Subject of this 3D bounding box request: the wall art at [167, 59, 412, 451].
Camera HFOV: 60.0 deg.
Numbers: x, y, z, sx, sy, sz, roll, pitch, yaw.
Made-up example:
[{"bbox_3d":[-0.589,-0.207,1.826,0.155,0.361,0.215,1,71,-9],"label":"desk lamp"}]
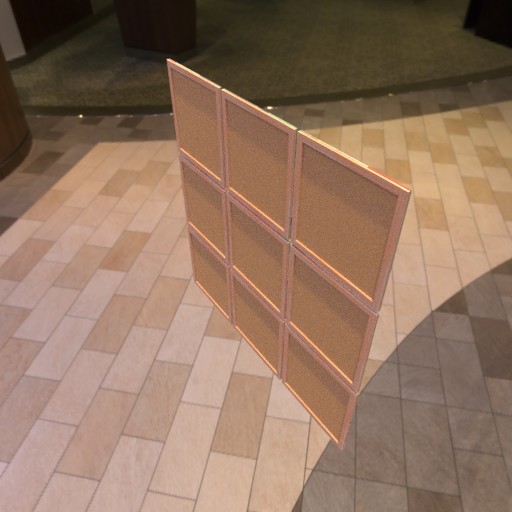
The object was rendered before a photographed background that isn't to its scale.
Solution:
[{"bbox_3d":[0.000,0.000,1.781,0.013,1.220,1.216,-24,46,-26],"label":"wall art"}]
